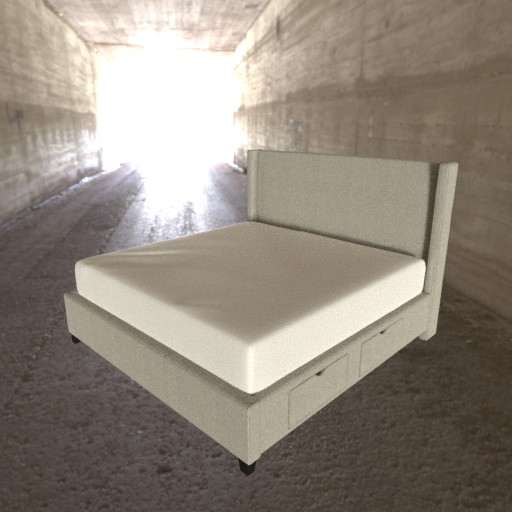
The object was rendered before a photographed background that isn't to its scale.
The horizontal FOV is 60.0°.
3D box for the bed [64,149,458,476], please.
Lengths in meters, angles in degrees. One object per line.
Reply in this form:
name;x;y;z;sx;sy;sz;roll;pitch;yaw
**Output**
bed;0.000;0.000;3.556;2.140;1.470;2.280;16;24;42
